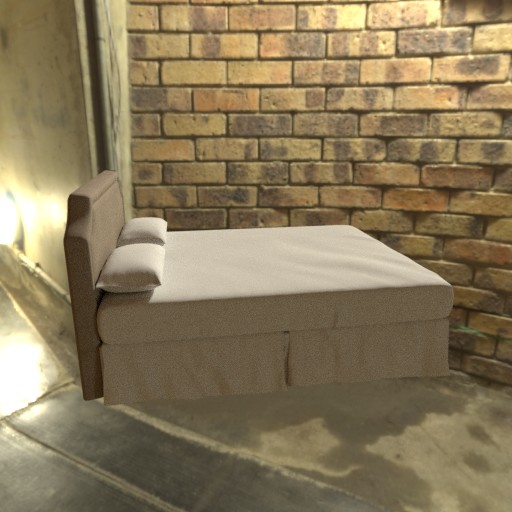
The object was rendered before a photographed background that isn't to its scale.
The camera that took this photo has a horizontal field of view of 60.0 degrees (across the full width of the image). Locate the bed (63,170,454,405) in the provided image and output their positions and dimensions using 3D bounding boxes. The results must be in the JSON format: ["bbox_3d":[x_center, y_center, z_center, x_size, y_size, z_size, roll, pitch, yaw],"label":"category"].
[{"bbox_3d":[0.000,0.000,3.625,2.498,1.293,1.977,-3,17,-9],"label":"bed"}]
